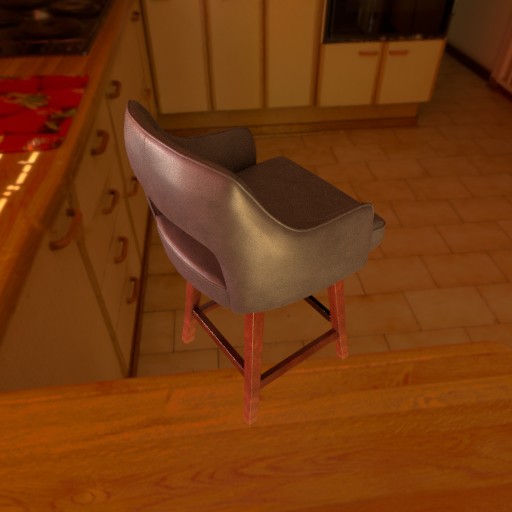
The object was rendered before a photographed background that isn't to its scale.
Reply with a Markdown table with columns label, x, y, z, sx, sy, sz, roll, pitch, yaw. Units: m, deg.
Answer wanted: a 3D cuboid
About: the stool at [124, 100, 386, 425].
| label | x | y | z | sx | sy | sz | roll | pitch | yaw |
| --- | --- | --- | --- | --- | --- | --- | --- | --- | --- |
| stool | 0.000 | 0.000 | 1.295 | 0.560 | 0.936 | 0.550 | -26 | 48 | -27 |
